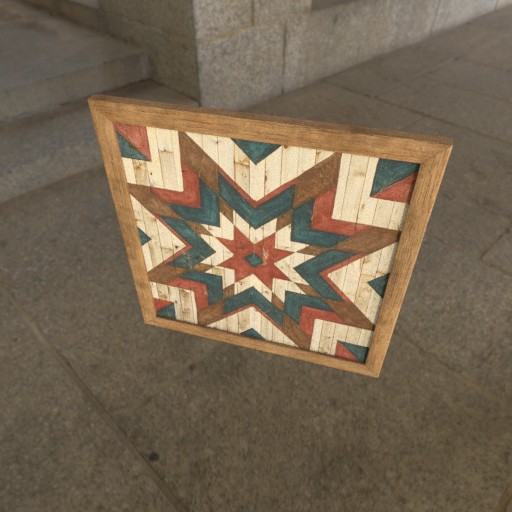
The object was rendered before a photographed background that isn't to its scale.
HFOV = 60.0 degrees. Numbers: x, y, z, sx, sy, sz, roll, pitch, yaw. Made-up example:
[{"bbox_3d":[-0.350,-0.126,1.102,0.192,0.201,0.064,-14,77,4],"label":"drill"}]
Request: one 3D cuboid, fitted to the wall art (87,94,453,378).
[{"bbox_3d":[0.000,0.000,1.053,0.695,0.691,0.029,11,43,12],"label":"wall art"}]
